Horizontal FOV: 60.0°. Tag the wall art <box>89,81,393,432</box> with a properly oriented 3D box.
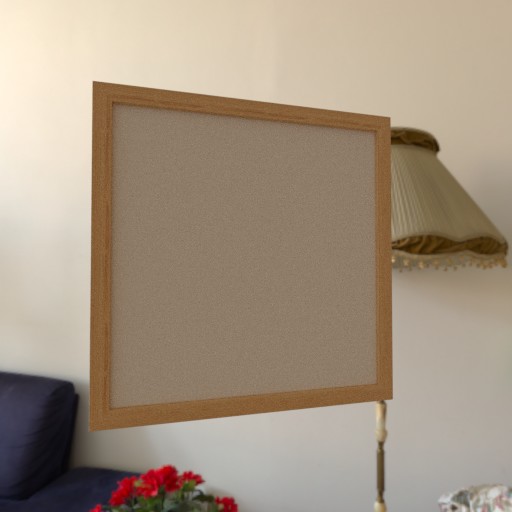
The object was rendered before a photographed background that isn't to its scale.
[{"bbox_3d":[0.000,0.000,1.091,0.762,0.762,0.027,1,-2,-18],"label":"wall art"}]
